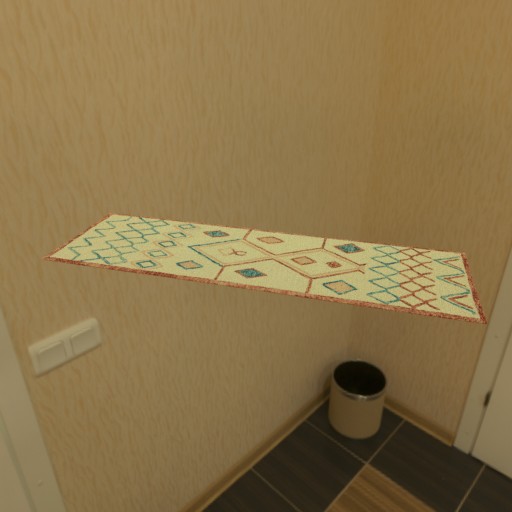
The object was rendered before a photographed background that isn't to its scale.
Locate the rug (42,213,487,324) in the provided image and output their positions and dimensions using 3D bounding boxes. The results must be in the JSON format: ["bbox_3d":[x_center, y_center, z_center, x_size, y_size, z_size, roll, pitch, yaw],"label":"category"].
[{"bbox_3d":[0.000,0.000,2.666,2.435,0.011,0.750,7,28,14],"label":"rug"}]
